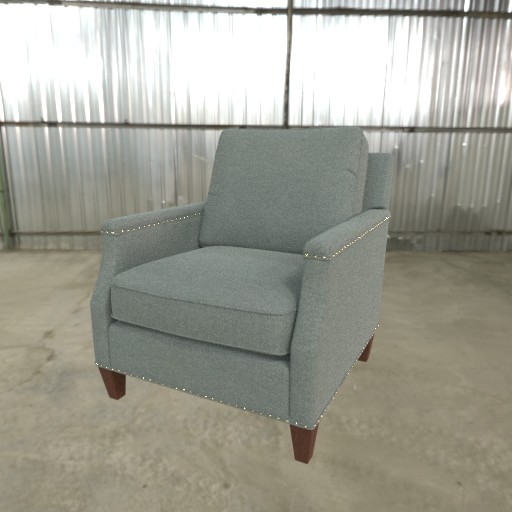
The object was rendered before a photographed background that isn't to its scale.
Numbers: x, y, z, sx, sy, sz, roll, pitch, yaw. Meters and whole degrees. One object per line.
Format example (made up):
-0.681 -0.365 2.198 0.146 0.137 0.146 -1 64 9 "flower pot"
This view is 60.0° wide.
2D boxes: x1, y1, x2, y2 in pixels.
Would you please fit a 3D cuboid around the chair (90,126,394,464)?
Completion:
0.000 0.000 1.808 0.885 1.031 1.031 7 16 26 "chair"
